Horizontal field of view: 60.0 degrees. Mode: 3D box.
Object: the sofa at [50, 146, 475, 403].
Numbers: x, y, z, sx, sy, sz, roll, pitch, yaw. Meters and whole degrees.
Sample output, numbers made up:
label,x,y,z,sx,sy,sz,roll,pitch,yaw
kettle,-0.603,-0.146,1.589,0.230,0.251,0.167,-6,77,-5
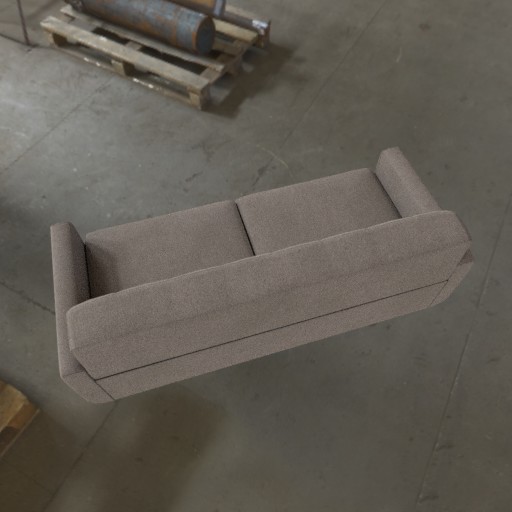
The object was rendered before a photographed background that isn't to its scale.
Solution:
label,x,y,z,sx,sy,sz,roll,pitch,yaw
sofa,0.000,0.000,2.411,2.029,0.841,0.909,-14,59,-9
